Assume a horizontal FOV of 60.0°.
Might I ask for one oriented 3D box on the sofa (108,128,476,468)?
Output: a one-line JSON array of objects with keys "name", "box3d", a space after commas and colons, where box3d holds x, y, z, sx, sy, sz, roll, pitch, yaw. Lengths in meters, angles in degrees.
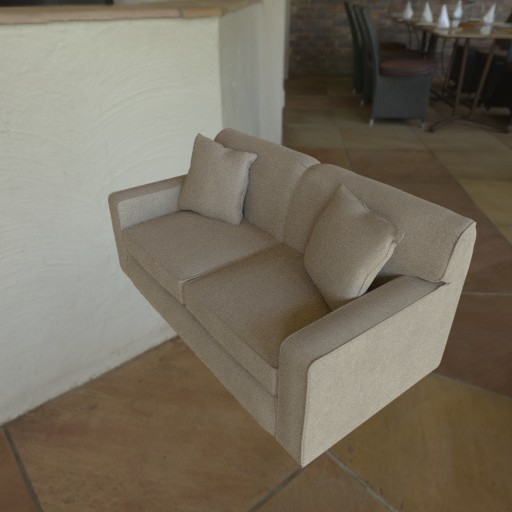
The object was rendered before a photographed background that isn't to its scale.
[{"name": "sofa", "box3d": [0.000, 0.000, 2.425, 0.998, 0.958, 1.846, -21, 37, -31]}]
